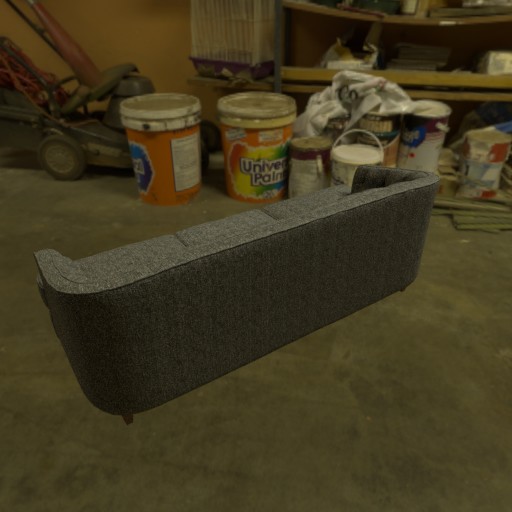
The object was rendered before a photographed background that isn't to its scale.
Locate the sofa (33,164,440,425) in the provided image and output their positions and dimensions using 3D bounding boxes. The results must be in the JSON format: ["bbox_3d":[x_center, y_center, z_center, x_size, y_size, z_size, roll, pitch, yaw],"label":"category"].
[{"bbox_3d":[0.000,0.000,2.623,2.278,0.855,0.941,-19,36,-28],"label":"sofa"}]
